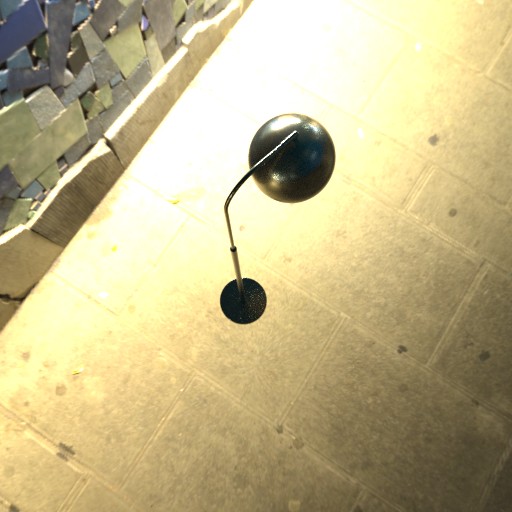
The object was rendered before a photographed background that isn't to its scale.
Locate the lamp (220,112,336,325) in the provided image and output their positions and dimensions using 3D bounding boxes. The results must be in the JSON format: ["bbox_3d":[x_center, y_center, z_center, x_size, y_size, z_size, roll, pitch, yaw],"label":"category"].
[{"bbox_3d":[0.000,0.000,1.648,0.431,1.526,0.250,-41,80,-9],"label":"lamp"}]
